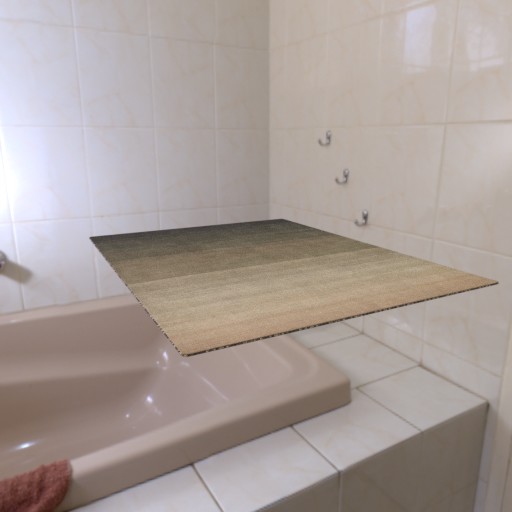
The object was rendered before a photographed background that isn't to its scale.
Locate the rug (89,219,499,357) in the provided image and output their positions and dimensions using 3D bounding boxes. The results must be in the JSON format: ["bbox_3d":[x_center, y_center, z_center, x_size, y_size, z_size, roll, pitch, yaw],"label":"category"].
[{"bbox_3d":[0.000,0.000,3.781,2.305,0.017,2.902,-8,17,-27],"label":"rug"}]
